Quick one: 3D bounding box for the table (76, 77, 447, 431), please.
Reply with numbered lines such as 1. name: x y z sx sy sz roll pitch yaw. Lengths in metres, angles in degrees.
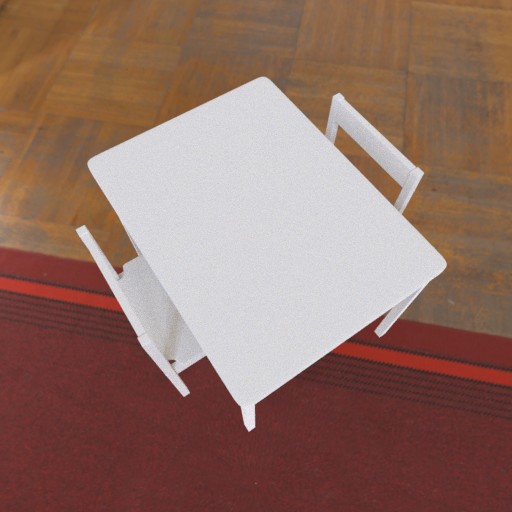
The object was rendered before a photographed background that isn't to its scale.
1. table: 0.000 0.000 1.130 0.672 0.503 0.650 -31 67 -15
